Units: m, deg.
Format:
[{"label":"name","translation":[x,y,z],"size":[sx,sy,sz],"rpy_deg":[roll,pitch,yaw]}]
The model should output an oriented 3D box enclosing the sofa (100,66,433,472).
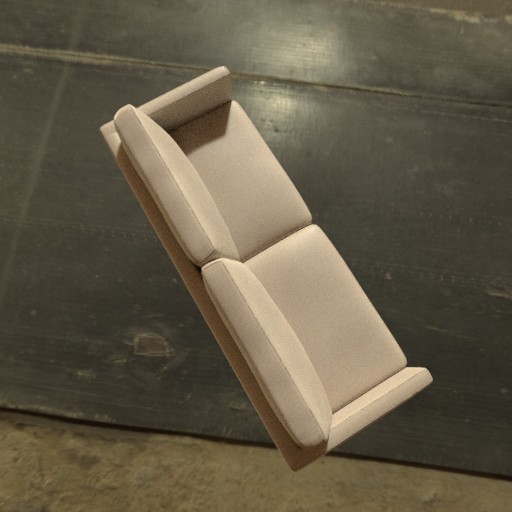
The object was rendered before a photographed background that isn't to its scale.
[{"label":"sofa","translation":[0.000,0.000,2.874],"size":[0.951,0.968,2.361],"rpy_deg":[-30,78,-7]}]
